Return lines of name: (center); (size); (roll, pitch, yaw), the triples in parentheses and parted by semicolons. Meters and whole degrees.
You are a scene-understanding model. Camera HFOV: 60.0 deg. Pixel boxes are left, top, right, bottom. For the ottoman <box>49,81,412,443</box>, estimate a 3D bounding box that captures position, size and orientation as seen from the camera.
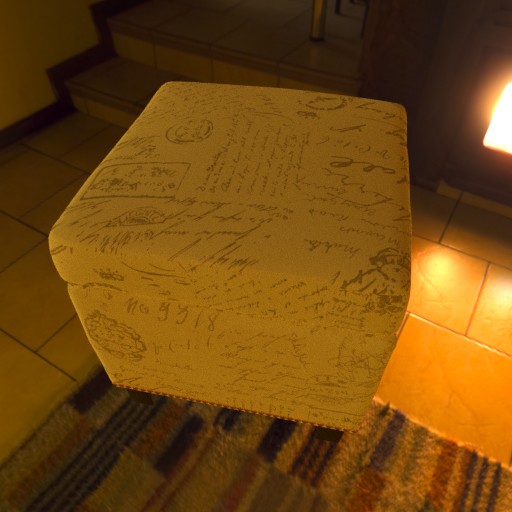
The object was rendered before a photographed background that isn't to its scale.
ottoman: (0.000, 0.000, 0.797); (0.449, 0.457, 0.450); (8, 47, 8)
